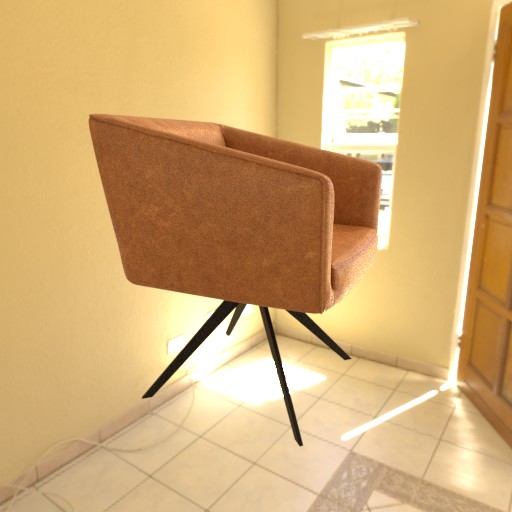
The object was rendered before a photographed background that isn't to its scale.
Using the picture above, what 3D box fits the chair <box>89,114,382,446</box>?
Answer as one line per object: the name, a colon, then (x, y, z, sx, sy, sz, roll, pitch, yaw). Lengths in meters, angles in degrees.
chair: (0.000, 0.000, 1.260, 0.625, 0.760, 0.588, 7, 16, 25)
